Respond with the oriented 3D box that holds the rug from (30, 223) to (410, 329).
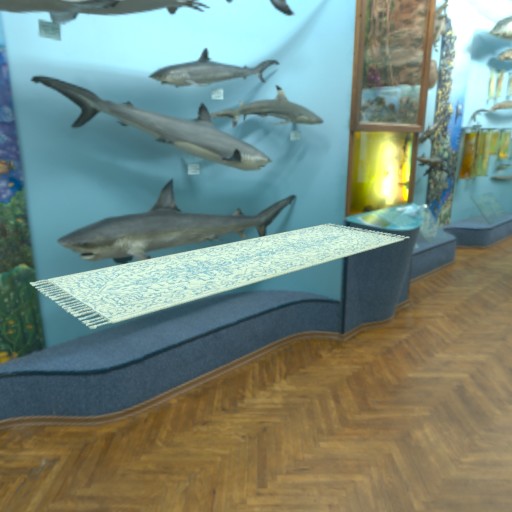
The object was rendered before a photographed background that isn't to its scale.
[{"bbox_3d":[0.000,0.000,2.787,2.449,0.011,0.774,-13,20,-41],"label":"rug"}]
